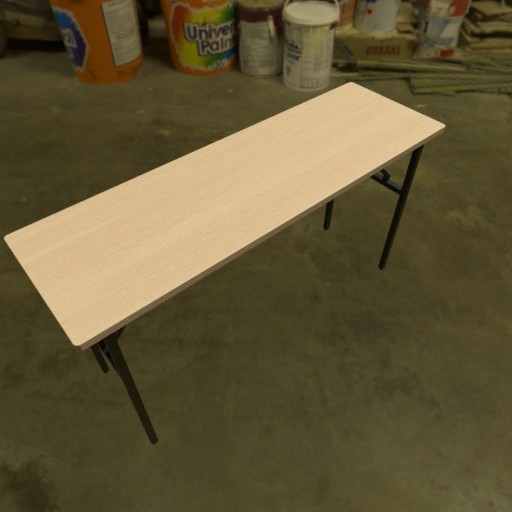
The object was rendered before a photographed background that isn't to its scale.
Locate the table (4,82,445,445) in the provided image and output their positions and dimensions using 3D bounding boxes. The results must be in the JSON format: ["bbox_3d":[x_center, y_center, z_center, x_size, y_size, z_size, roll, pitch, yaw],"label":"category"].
[{"bbox_3d":[0.000,0.000,1.650,1.397,0.750,0.447,-32,54,-26],"label":"table"}]
